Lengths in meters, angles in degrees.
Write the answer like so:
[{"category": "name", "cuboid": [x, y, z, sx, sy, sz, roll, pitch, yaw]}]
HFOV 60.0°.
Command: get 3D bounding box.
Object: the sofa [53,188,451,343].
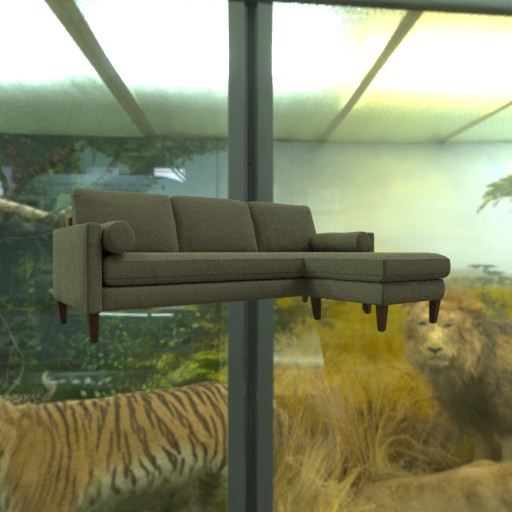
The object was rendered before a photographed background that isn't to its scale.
[{"category": "sofa", "cuboid": [0.000, 0.000, 2.882, 2.178, 0.875, 1.506, 0, 1, -35]}]
